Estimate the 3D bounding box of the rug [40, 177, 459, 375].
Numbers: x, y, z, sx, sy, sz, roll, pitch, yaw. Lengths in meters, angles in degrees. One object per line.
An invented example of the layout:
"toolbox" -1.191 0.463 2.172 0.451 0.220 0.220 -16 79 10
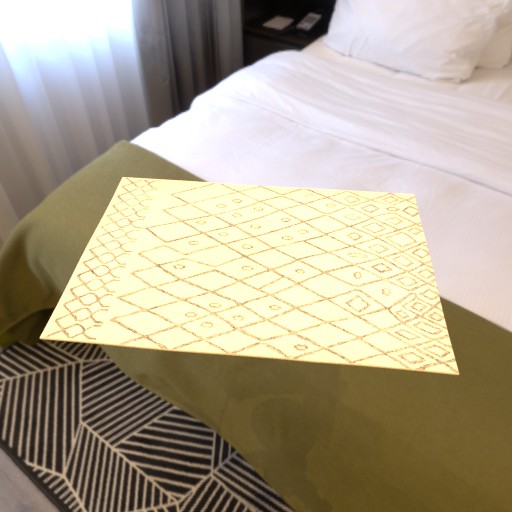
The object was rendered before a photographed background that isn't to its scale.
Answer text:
"rug" 0.000 0.000 2.340 1.828 0.015 1.222 4 46 4
